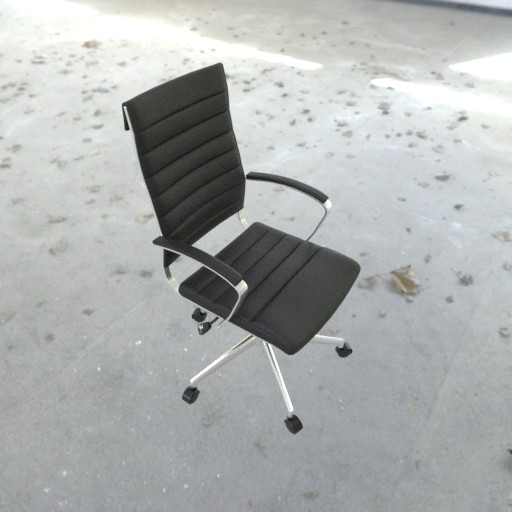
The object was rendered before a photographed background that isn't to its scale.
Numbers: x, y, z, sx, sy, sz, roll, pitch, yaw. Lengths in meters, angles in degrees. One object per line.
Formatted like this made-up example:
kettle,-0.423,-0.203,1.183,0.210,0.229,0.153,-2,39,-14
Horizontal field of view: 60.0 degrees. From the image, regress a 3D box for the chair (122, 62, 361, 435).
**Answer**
chair,0.000,0.000,1.635,0.739,1.149,0.766,25,47,26
